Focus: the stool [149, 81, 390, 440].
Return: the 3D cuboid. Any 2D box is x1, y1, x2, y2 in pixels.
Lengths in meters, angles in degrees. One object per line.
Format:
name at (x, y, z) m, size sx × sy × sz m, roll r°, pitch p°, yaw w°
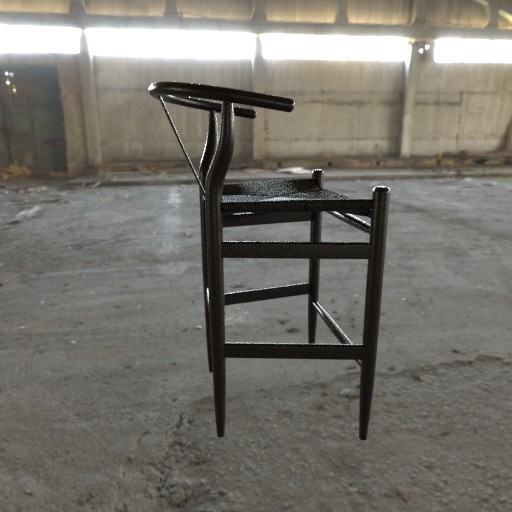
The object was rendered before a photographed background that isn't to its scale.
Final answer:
stool at (0.000, 0.000, 1.355) m, size 0.579 × 0.970 × 0.569 m, roll -3°, pitch 16°, yaw -9°
